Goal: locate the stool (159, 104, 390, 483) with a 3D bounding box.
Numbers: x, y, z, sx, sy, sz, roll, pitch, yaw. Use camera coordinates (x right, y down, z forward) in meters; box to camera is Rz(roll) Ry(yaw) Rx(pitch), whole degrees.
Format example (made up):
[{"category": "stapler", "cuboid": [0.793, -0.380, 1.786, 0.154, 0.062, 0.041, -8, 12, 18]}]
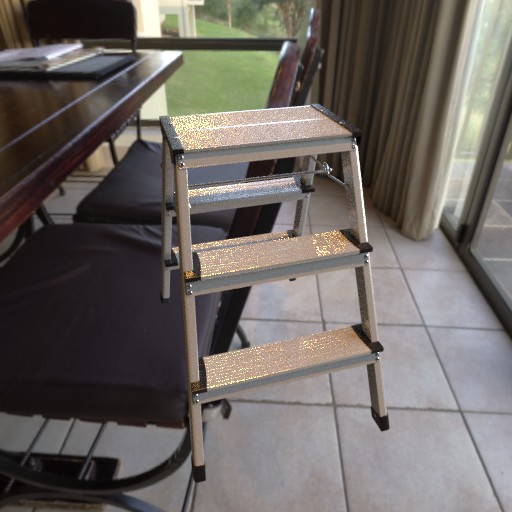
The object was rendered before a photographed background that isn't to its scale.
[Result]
[{"category": "stool", "cuboid": [0.000, 0.000, 1.011, 0.437, 0.605, 0.622, -9, 34, -14]}]
